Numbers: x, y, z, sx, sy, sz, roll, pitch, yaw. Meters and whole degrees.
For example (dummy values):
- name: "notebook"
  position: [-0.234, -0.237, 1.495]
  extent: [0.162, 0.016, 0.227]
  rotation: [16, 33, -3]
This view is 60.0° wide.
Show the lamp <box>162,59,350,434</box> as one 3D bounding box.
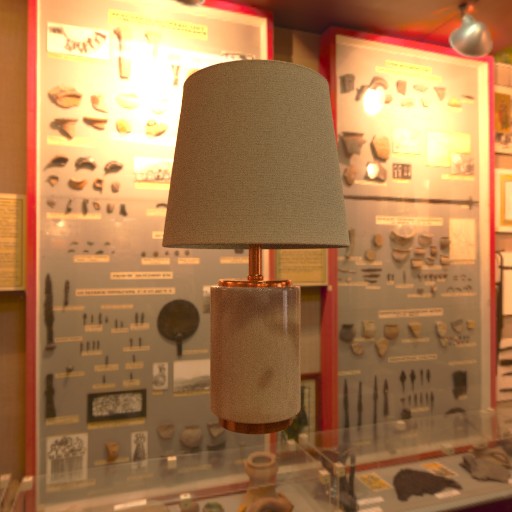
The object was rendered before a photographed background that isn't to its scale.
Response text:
- name: "lamp"
  position: [0.000, 0.000, 0.457]
  extent: [0.189, 0.340, 0.189]
  rotation: [0, 0, 0]
